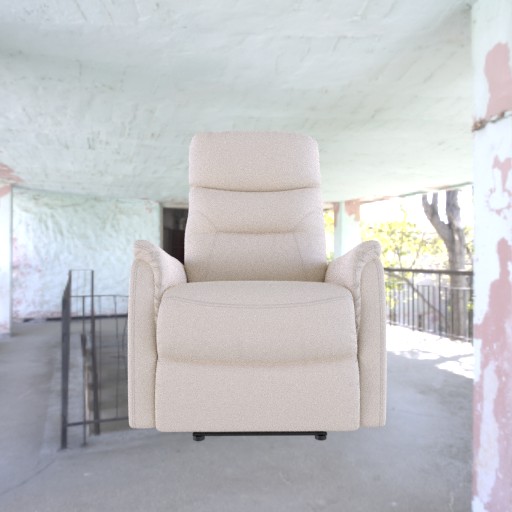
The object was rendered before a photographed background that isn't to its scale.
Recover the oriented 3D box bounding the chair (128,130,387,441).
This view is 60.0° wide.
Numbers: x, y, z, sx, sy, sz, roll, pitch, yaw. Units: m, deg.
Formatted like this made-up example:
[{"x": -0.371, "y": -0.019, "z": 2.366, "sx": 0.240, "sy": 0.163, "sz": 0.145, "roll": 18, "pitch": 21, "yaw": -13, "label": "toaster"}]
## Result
[{"x": 0.000, "y": 0.000, "z": 1.660, "sx": 0.775, "sy": 1.082, "sz": 0.831, "roll": 0, "pitch": 0, "yaw": -1, "label": "chair"}]
